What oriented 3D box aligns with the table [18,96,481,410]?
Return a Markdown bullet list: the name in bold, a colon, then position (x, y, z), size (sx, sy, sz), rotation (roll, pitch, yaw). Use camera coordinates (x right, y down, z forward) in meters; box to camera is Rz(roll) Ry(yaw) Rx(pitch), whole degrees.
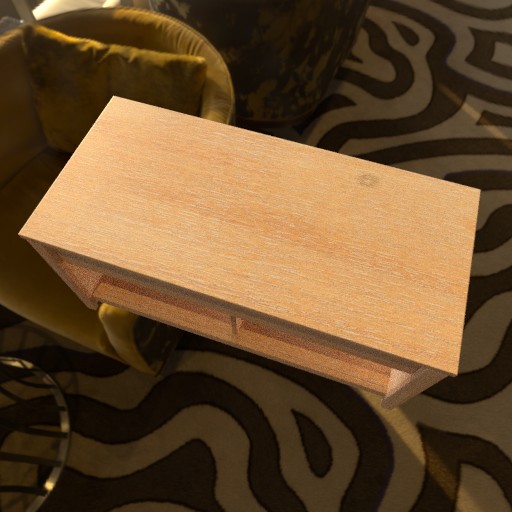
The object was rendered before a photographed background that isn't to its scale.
- **table**: position (0.000, 0.000, 1.272), size (1.016, 0.457, 0.483), rotation (17, 63, 9)
